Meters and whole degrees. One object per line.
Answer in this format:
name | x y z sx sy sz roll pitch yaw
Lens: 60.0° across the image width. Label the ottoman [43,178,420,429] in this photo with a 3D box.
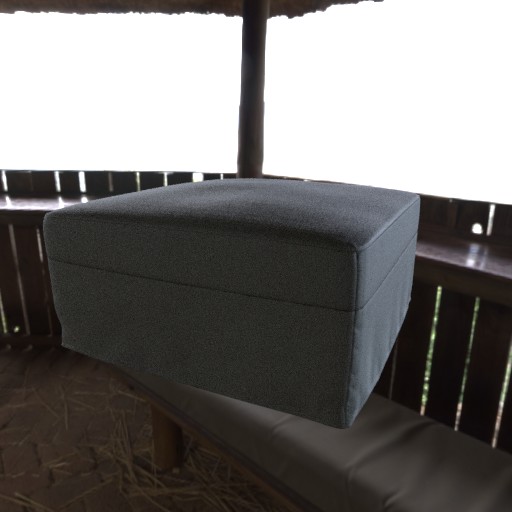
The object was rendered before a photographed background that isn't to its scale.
ottoman | 0.000 0.000 1.342 0.842 0.441 0.843 8 17 25
